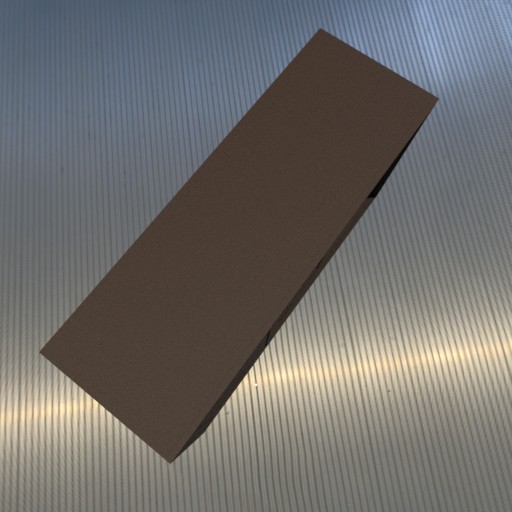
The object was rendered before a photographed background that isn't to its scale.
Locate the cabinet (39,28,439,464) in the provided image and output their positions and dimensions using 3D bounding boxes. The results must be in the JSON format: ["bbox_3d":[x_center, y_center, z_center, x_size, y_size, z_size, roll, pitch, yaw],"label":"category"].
[{"bbox_3d":[0.000,0.000,1.802,0.482,0.914,1.396,36,77,10],"label":"cabinet"}]
